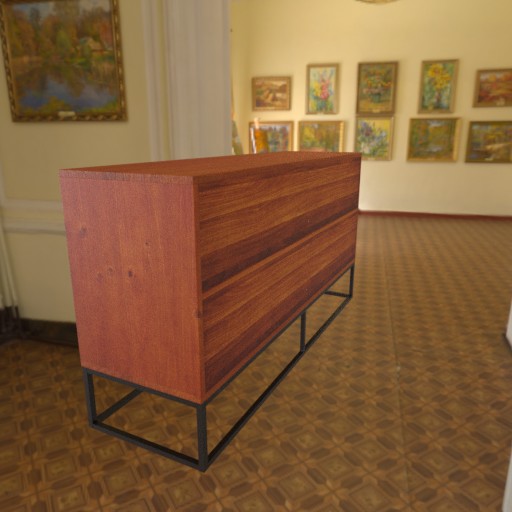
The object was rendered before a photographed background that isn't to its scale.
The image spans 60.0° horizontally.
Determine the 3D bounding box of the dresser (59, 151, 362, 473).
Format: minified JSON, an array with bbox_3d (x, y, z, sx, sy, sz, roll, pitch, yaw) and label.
[{"bbox_3d":[0.000,0.000,1.875,0.464,0.810,1.536,8,17,26],"label":"dresser"}]
